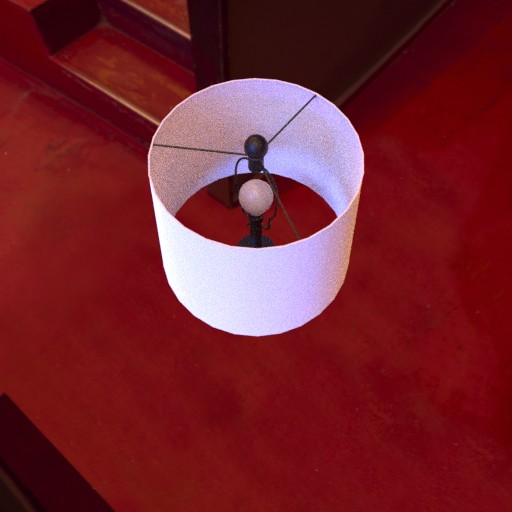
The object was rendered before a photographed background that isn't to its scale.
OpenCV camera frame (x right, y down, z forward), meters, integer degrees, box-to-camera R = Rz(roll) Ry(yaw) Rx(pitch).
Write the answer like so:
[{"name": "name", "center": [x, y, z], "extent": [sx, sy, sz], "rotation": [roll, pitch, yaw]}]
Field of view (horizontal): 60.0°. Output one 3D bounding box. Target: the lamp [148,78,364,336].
[{"name": "lamp", "center": [0.000, 0.000, 0.869], "extent": [0.349, 0.667, 0.349], "rotation": [0, 63, 0]}]
